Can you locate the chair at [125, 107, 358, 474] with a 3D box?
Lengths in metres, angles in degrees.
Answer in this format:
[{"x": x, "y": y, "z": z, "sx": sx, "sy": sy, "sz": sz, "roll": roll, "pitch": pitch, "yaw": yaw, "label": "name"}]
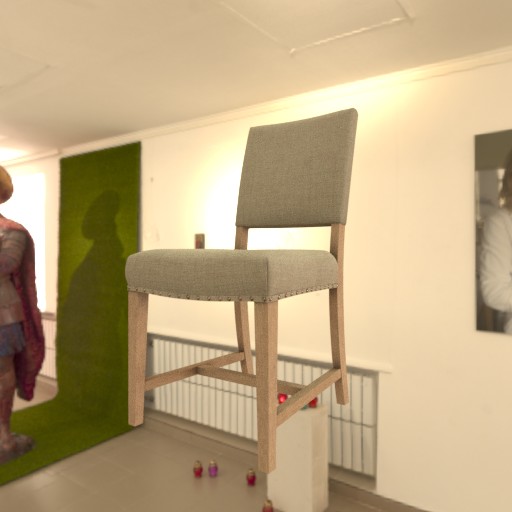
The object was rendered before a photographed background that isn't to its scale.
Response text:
[{"x": 0.000, "y": 0.000, "z": 1.395, "sx": 0.508, "sy": 0.986, "sz": 0.622, "roll": 1, "pitch": 2, "yaw": 35, "label": "chair"}]
